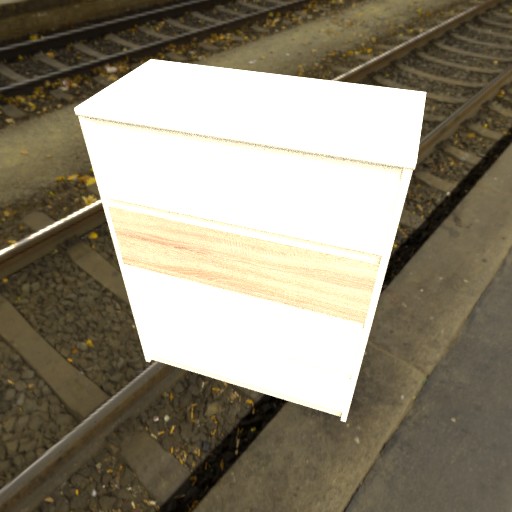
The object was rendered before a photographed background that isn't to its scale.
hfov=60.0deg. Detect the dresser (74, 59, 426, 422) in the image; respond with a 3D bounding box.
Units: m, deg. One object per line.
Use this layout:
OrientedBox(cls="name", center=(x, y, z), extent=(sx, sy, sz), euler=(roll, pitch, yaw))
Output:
OrientedBox(cls="dresser", center=(0.000, 0.000, 1.452), extent=(0.800, 1.040, 0.380), euler=(13, 43, 14))
